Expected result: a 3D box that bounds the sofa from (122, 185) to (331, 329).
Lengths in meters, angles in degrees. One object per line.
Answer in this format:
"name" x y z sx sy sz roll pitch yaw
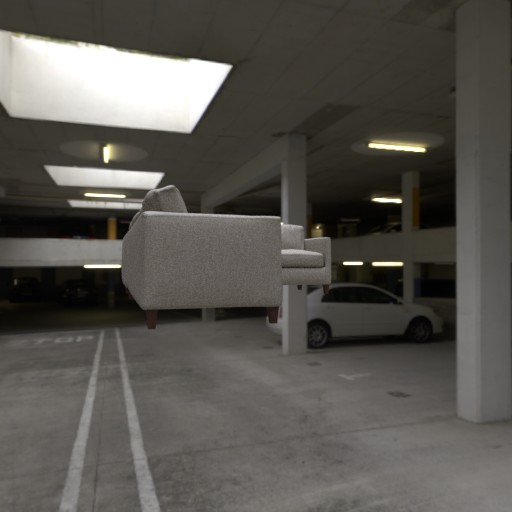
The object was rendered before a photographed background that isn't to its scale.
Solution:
"sofa" 0.000 0.000 4.619 2.593 0.947 3.302 0 -1 -19
